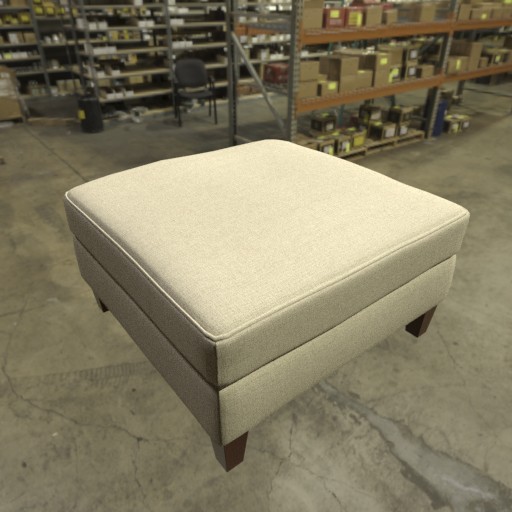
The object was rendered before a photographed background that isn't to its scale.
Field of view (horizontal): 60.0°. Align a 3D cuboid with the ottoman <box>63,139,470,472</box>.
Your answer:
[{"bbox_3d":[0.000,0.000,1.327,0.838,0.478,0.838,-22,38,-32],"label":"ottoman"}]
